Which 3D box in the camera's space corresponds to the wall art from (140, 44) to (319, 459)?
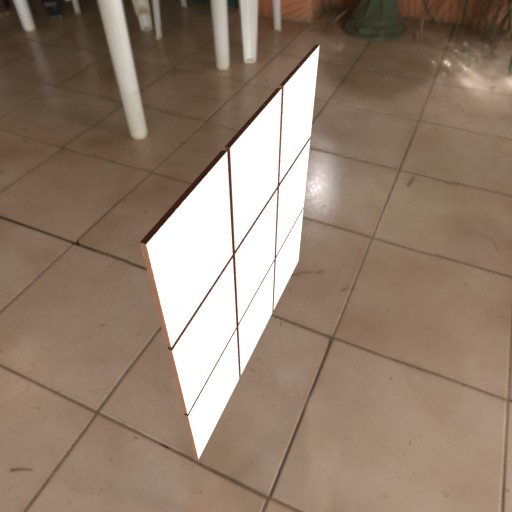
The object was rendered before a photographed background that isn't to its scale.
[{"bbox_3d":[0.000,0.000,1.817,0.017,1.246,1.256,17,48,16],"label":"wall art"}]
